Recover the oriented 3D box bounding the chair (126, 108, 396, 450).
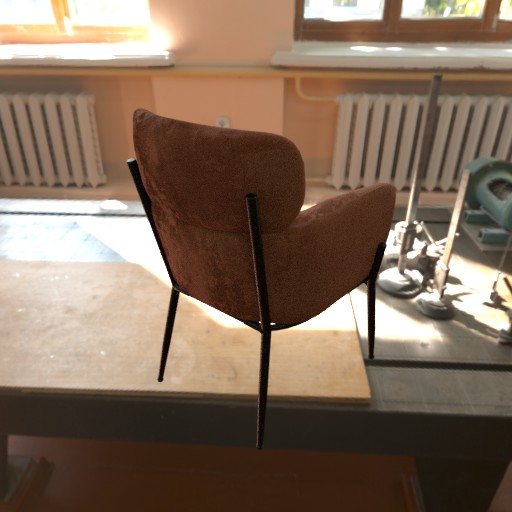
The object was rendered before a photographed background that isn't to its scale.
[{"bbox_3d":[0.000,0.000,1.159,0.561,0.772,0.523,21,36,32],"label":"chair"}]
